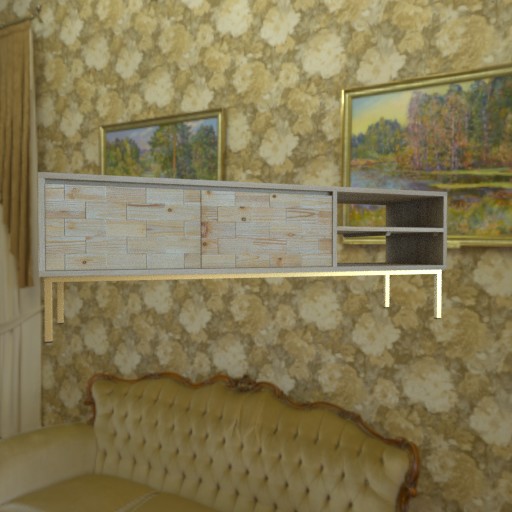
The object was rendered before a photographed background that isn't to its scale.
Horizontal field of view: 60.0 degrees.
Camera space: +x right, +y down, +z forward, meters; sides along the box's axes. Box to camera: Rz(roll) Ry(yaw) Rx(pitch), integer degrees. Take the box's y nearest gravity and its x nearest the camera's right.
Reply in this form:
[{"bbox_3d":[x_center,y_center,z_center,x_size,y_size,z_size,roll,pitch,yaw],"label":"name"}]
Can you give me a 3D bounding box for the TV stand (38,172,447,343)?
[{"bbox_3d":[0.000,0.000,1.864,1.600,0.550,0.420,0,1,-18],"label":"TV stand"}]
